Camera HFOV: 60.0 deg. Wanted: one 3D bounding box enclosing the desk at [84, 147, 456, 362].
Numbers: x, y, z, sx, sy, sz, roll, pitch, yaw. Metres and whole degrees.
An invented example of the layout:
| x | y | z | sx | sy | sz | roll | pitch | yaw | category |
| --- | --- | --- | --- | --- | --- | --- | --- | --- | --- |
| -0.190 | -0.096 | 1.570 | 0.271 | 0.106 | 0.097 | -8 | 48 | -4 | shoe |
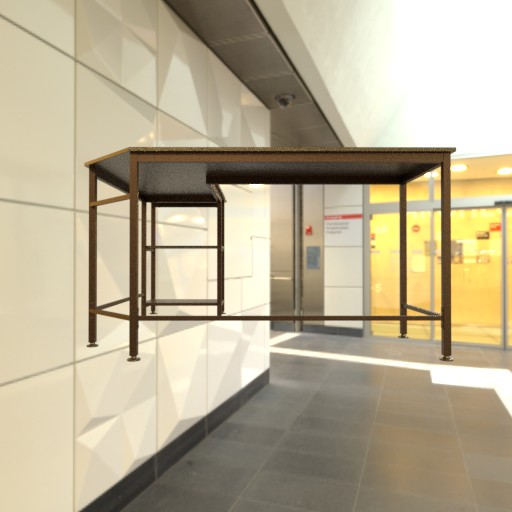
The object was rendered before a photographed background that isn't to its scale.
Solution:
| x | y | z | sx | sy | sz | roll | pitch | yaw | category |
| --- | --- | --- | --- | --- | --- | --- | --- | --- | --- |
| 0.000 | 0.000 | 2.215 | 1.379 | 0.739 | 1.379 | 0 | 0 | 0 | desk |
